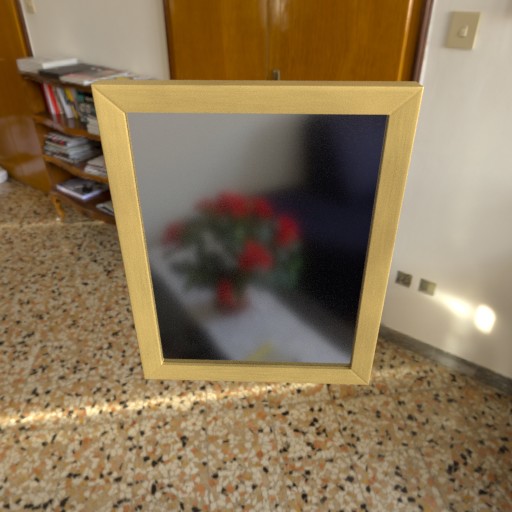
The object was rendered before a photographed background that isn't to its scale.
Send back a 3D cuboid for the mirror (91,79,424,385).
[{"bbox_3d":[0.000,0.000,0.686,0.405,0.508,0.041,1,31,2],"label":"mirror"}]
